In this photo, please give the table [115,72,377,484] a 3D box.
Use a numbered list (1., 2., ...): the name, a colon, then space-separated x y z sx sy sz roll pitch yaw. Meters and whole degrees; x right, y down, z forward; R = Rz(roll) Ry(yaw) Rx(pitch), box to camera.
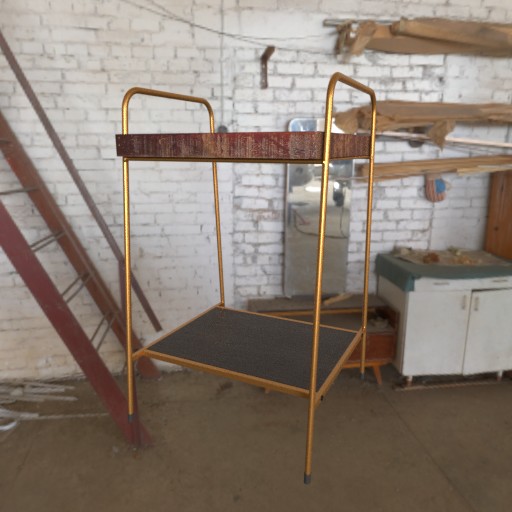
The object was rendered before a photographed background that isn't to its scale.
1. table: 0.000 0.000 0.994 0.430 0.710 0.430 7 15 26
